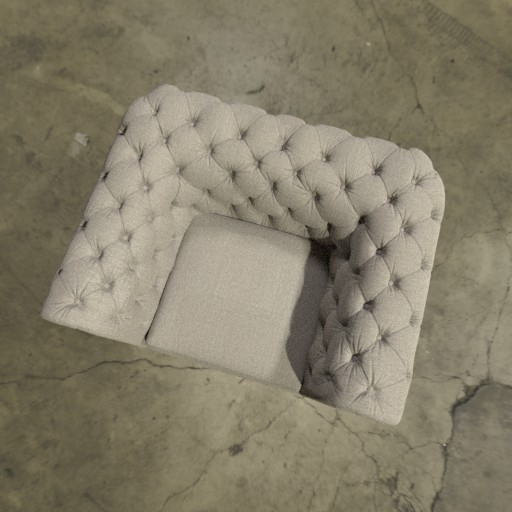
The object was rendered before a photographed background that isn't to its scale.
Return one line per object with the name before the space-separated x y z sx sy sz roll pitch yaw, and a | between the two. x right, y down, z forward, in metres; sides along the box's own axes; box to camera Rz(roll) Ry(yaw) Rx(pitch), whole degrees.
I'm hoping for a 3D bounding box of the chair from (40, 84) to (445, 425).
chair | 0.000 0.000 1.848 1.270 0.770 0.976 16 76 4
